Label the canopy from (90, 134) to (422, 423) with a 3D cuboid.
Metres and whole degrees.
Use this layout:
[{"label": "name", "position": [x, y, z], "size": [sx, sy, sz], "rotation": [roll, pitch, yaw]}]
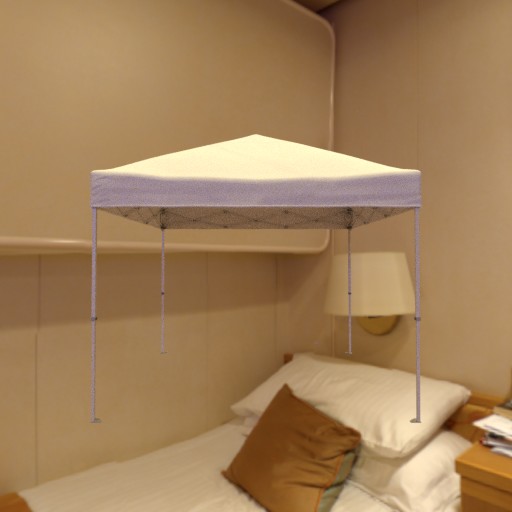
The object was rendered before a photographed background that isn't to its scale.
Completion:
[{"label": "canopy", "position": [0.000, 0.000, 5.454], "size": [2.996, 2.997, 2.998], "rotation": [0, 0, 0]}]
